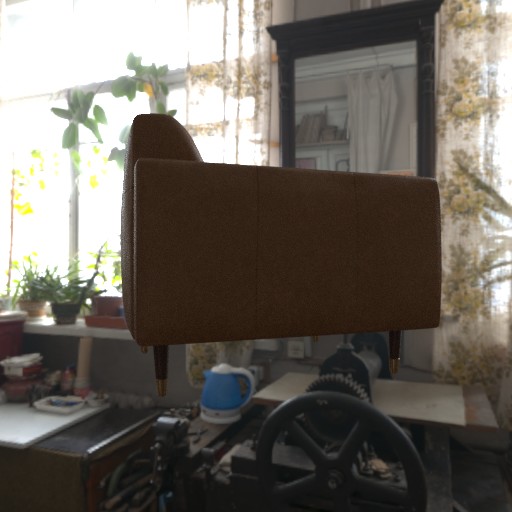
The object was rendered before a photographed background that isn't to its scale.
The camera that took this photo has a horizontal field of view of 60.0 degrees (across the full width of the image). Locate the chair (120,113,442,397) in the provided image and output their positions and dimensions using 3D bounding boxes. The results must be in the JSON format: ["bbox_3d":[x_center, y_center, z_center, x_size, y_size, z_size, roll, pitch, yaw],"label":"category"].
[{"bbox_3d":[0.000,0.000,1.707,0.998,0.819,0.953,0,0,-19],"label":"chair"}]
